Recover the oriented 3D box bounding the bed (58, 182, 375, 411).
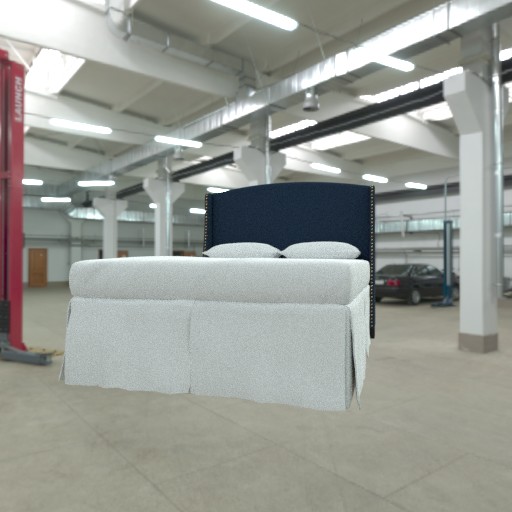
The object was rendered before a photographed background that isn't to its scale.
[{"bbox_3d":[0.000,0.000,3.193,1.604,1.402,2.223,0,-1,17],"label":"bed"}]
